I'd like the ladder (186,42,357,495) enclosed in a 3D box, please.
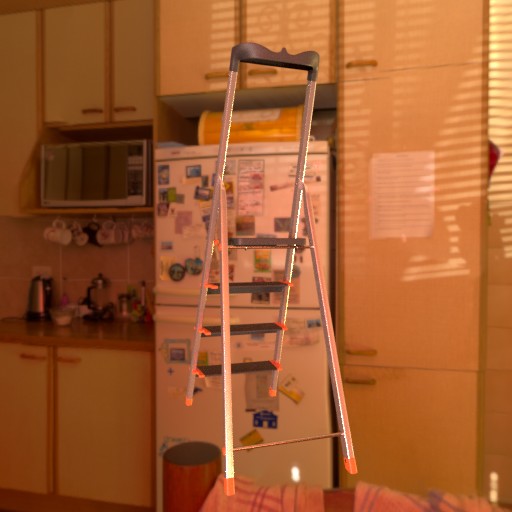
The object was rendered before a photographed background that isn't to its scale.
[{"bbox_3d":[0.000,0.000,1.787,0.452,1.429,0.834,0,1,-18],"label":"ladder"}]
